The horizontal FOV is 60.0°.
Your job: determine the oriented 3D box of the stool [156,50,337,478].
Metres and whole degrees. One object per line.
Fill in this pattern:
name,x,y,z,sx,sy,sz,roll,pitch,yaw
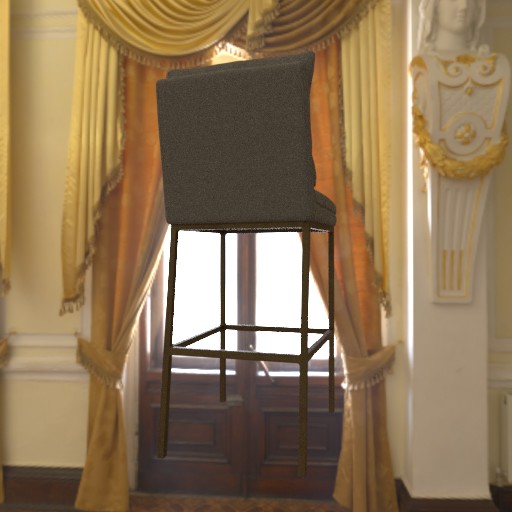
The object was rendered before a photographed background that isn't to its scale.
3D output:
stool,0.000,0.000,1.442,0.463,1.132,0.569,0,-1,16
